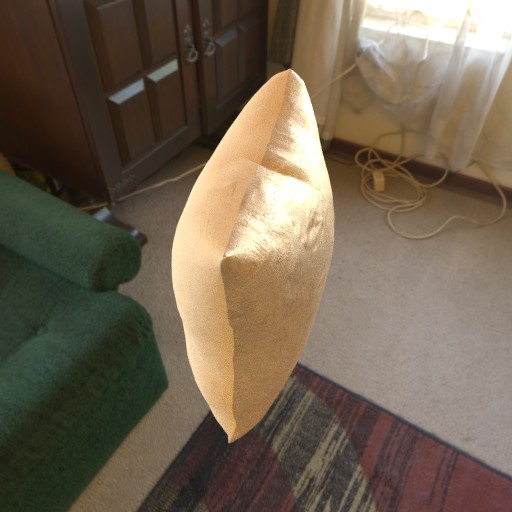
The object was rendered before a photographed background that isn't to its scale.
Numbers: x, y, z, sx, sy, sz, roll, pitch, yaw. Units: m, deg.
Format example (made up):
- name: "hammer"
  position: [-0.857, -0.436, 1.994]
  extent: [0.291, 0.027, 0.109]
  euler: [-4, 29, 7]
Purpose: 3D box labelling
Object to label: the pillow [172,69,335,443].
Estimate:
- name: "pillow"
  position: [0.000, 0.000, 0.736]
  extent: [0.245, 0.448, 0.450]
  euler: [10, 47, 10]
